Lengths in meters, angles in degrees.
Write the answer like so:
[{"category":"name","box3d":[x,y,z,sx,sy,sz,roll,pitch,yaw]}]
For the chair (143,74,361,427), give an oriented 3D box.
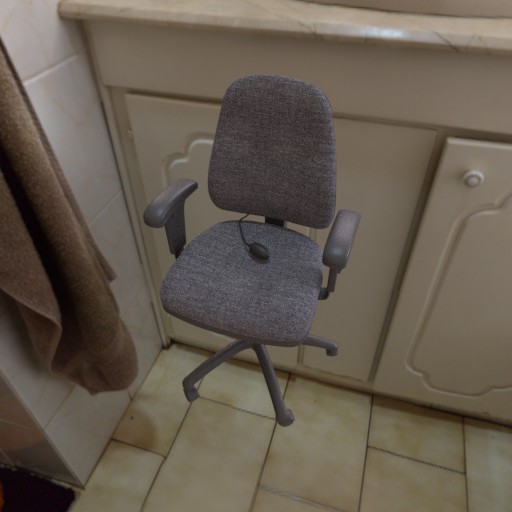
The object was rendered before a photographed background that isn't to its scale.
[{"category":"chair","box3d":[0.000,0.000,1.266,0.550,0.910,0.530,13,43,14]}]
